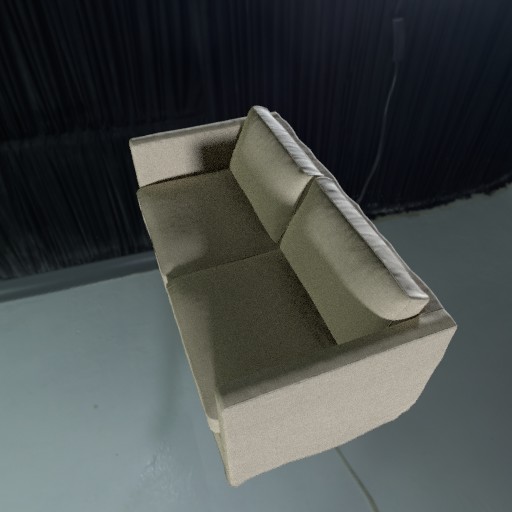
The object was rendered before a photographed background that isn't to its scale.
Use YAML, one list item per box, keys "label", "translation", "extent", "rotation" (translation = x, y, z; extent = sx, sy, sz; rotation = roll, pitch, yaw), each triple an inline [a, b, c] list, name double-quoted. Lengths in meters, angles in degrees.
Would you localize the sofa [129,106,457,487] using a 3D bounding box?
- label: "sofa"
  translation: [0.000, 0.000, 2.272]
  extent: [0.956, 0.828, 1.766]
  rotation: [-15, 48, -14]
